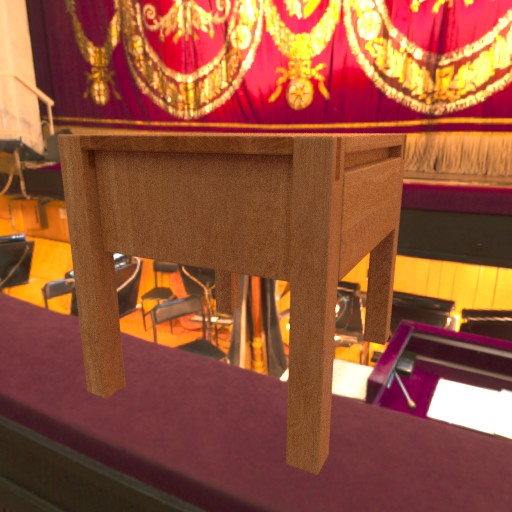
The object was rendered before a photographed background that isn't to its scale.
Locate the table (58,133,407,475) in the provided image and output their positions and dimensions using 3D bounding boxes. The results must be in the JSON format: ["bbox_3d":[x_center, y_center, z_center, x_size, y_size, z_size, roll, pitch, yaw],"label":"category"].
[{"bbox_3d":[0.000,0.000,0.848,0.440,0.450,0.480,8,18,26],"label":"table"}]
